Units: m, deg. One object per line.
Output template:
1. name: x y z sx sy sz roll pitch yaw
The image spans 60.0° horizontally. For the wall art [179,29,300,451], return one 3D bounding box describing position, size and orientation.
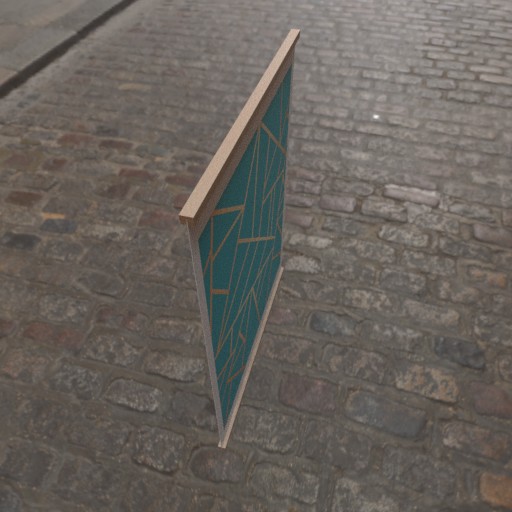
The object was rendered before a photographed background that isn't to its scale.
1. wall art: 0.000 0.000 0.670 0.012 0.508 0.405 12 48 11
